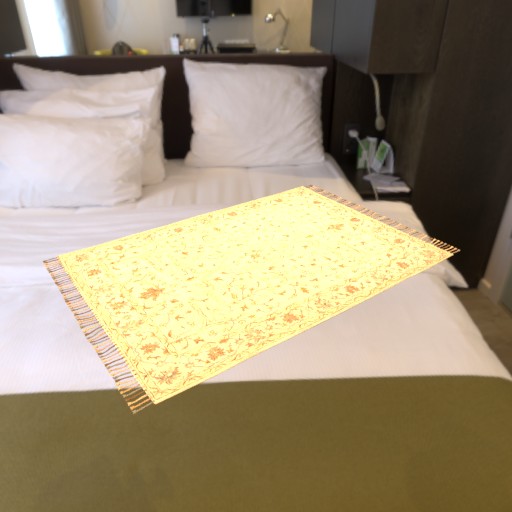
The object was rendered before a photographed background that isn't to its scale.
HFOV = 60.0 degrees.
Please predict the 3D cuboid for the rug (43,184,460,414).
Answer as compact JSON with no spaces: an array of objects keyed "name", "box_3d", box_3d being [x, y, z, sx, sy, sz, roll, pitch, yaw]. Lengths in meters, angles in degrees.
[{"name":"rug","box_3d":[0.000,0.000,2.332,1.861,0.017,1.218,-20,36,-30]}]
